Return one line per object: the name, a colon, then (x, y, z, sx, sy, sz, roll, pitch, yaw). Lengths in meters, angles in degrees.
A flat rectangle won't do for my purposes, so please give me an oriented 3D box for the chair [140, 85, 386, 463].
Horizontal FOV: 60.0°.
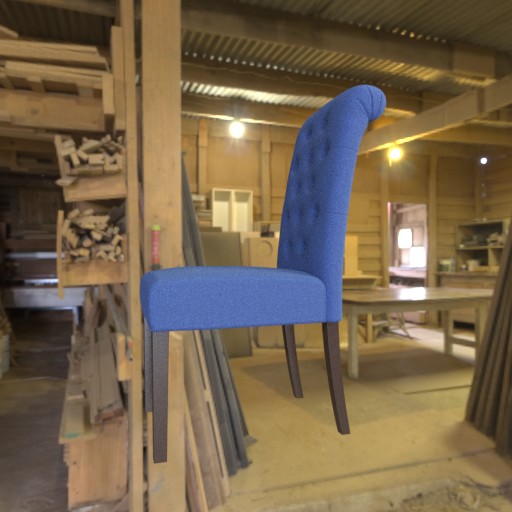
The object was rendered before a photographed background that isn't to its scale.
chair: (0.000, 0.000, 1.359, 0.671, 1.006, 0.456, 0, 0, -17)
